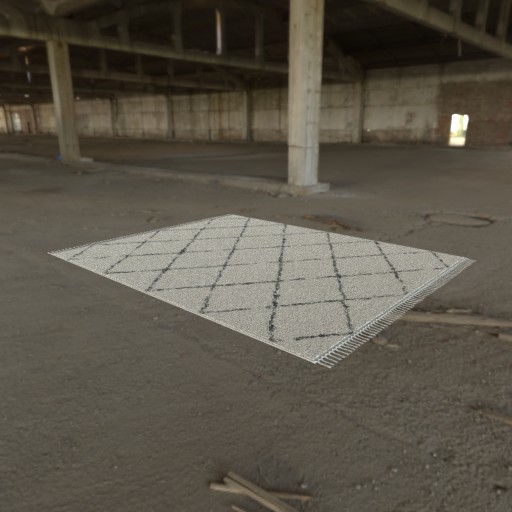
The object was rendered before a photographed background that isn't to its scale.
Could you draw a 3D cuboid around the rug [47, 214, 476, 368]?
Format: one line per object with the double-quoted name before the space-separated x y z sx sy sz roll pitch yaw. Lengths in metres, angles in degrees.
"rug" 0.000 0.000 3.983 3.051 0.013 2.380 14 22 39
